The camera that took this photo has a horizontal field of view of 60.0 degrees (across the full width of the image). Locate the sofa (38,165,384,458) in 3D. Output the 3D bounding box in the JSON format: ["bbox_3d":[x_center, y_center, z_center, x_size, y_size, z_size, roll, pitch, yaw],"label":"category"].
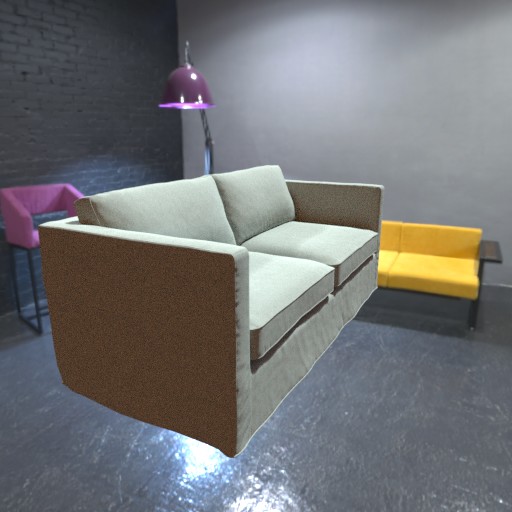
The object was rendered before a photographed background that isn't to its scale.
[{"bbox_3d":[0.000,0.000,2.440,0.940,0.870,1.987,9,18,27],"label":"sofa"}]
